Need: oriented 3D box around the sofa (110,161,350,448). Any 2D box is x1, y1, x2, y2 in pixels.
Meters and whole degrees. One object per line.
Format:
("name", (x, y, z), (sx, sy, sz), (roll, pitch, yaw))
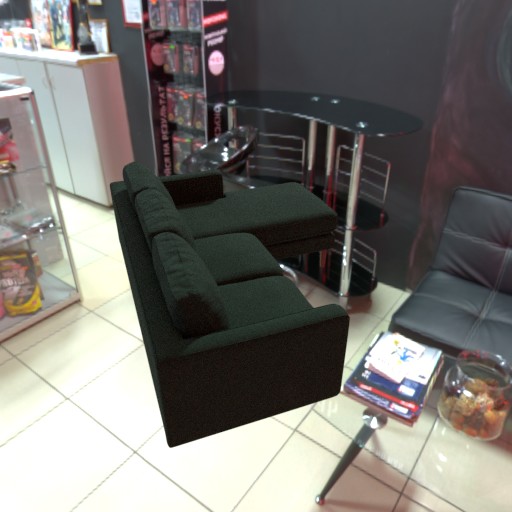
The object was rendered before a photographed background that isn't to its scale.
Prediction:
("sofa", (0.000, 0.000, 2.850), (1.580, 0.899, 2.030), (-11, 32, -18))
